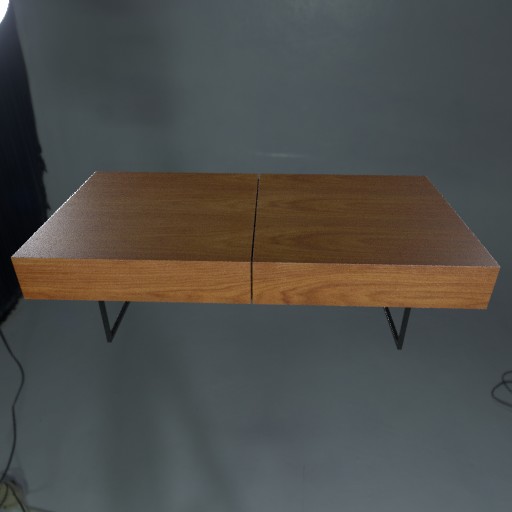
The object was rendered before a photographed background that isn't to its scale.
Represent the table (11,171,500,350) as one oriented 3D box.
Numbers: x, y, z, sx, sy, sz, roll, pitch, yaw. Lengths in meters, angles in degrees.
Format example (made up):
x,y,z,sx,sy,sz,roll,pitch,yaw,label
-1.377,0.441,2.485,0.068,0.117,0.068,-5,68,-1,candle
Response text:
x,y,z,sx,sy,sz,roll,pitch,yaw,label
0.000,0.000,1.426,1.194,0.330,0.610,1,31,2,table
